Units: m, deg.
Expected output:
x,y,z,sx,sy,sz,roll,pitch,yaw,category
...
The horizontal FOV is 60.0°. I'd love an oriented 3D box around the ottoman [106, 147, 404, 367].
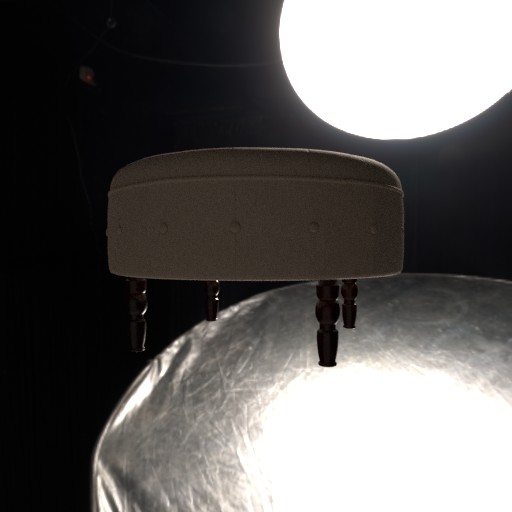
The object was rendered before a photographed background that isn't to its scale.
x,y,z,sx,sy,sz,roll,pitch,yaw,category
0.000,0.000,1.339,0.848,0.494,0.848,0,1,0,ottoman
